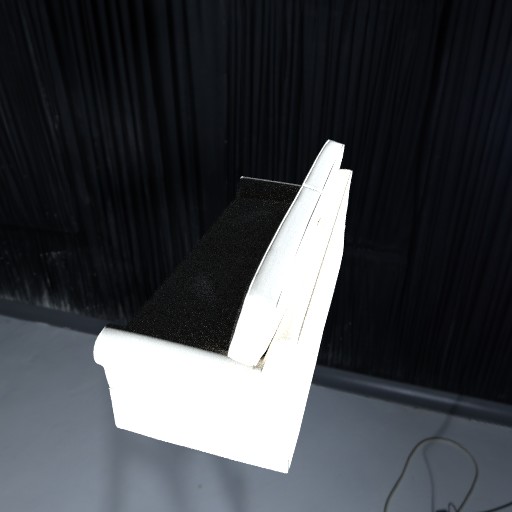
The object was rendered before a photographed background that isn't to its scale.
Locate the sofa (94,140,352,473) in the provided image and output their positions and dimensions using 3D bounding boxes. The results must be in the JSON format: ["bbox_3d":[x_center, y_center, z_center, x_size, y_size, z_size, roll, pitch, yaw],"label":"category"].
[{"bbox_3d":[0.000,0.000,2.561,0.862,0.937,2.021,8,31,14],"label":"sofa"}]
